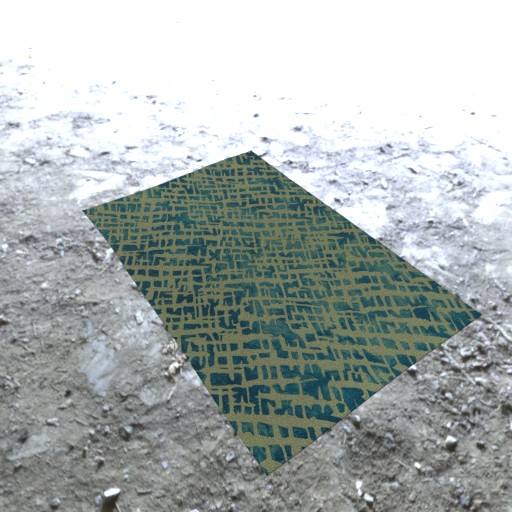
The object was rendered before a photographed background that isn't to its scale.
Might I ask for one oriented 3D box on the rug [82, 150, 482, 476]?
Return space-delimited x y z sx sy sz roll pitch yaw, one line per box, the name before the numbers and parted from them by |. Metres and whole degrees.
rug | 0.000 0.000 2.296 1.209 0.011 1.830 -26 48 -25
